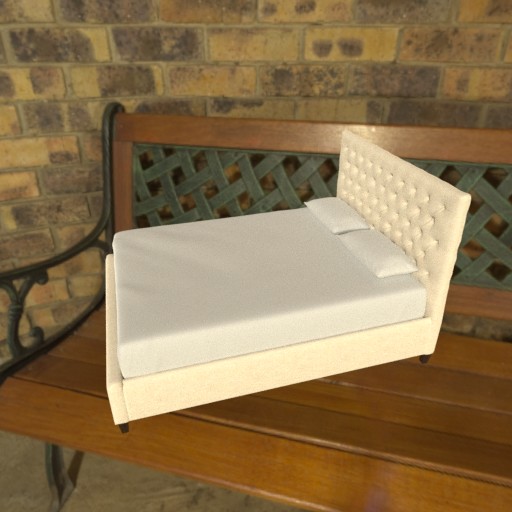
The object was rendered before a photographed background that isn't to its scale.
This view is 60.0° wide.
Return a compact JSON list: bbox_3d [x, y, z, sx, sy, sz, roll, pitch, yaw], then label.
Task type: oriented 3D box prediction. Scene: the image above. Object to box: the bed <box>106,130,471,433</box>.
[{"bbox_3d":[0.000,0.000,3.526,2.387,1.427,1.698,-8,31,-14],"label":"bed"}]
